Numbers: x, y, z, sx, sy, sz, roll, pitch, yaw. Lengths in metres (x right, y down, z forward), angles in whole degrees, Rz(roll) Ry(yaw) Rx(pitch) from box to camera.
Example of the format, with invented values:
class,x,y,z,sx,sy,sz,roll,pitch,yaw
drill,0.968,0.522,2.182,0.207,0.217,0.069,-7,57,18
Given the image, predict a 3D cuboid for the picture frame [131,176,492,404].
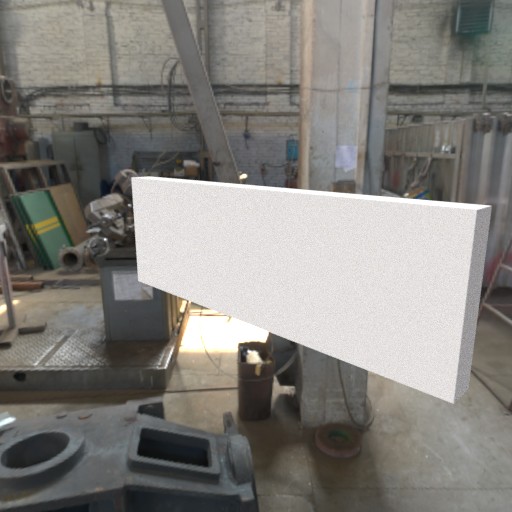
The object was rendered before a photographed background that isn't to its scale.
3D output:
class,x,y,z,sx,sy,sz,roll,pitch,yaw
picture frame,0.000,0.000,0.812,0.759,0.250,0.050,13,19,43
